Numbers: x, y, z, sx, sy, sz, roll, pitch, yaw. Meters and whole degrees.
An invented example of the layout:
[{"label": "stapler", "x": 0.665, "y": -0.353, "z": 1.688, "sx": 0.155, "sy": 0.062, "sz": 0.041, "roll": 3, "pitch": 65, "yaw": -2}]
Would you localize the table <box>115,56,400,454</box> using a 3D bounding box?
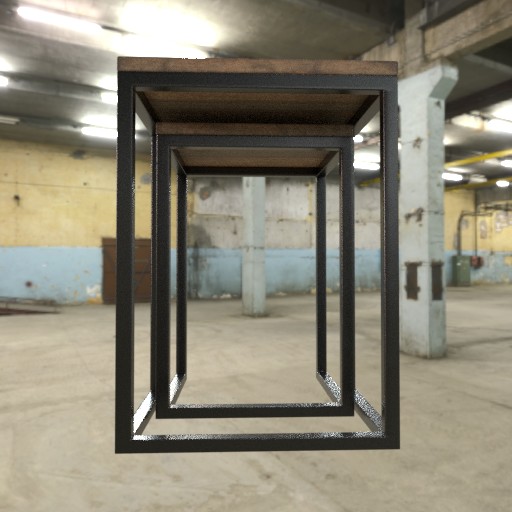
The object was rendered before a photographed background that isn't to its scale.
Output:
[{"label": "table", "x": 0.000, "y": 0.000, "z": 0.913, "sx": 0.456, "sy": 0.615, "sz": 0.460, "roll": 0, "pitch": -1, "yaw": 0}]
